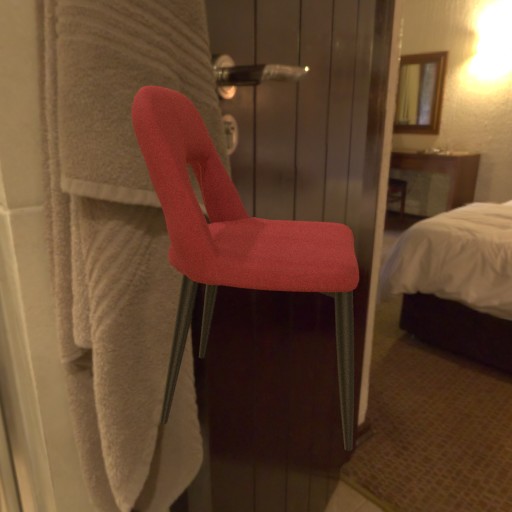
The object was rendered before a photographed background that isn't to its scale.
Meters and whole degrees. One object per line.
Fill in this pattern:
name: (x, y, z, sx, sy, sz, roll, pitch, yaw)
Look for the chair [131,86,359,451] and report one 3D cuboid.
chair: (0.000, 0.000, 1.241, 0.569, 0.892, 0.483, 3, 17, 9)
